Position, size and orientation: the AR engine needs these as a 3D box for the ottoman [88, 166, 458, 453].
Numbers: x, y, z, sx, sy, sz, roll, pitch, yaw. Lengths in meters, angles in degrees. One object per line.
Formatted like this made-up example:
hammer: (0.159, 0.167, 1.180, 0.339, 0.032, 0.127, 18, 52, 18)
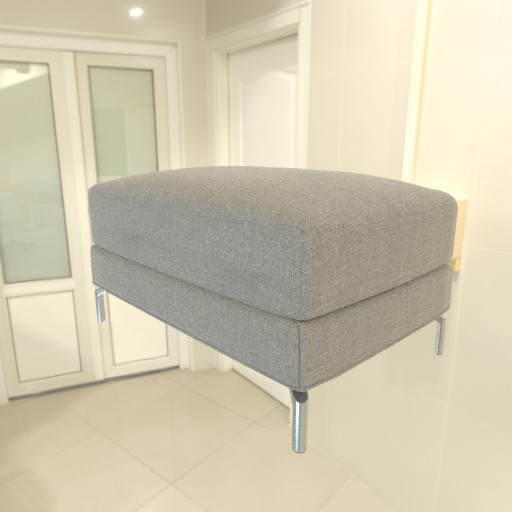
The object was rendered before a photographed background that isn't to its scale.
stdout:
ottoman: (0.000, 0.000, 1.174, 0.584, 0.457, 0.838, -13, 20, -42)
